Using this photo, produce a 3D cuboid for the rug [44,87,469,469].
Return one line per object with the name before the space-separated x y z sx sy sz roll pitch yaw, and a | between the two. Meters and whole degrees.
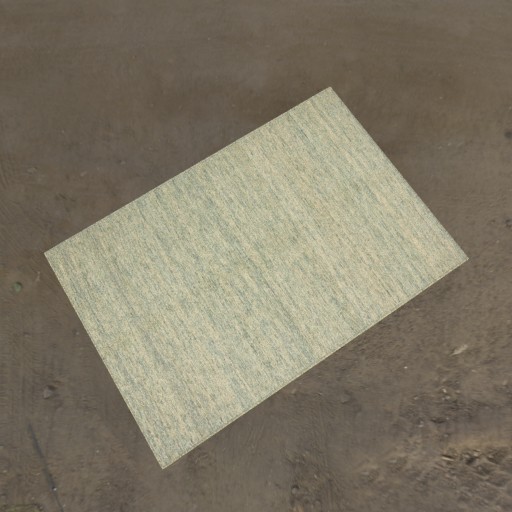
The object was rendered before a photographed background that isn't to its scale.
rug | 0.000 0.000 2.327 1.850 0.015 1.250 -32 77 -8
